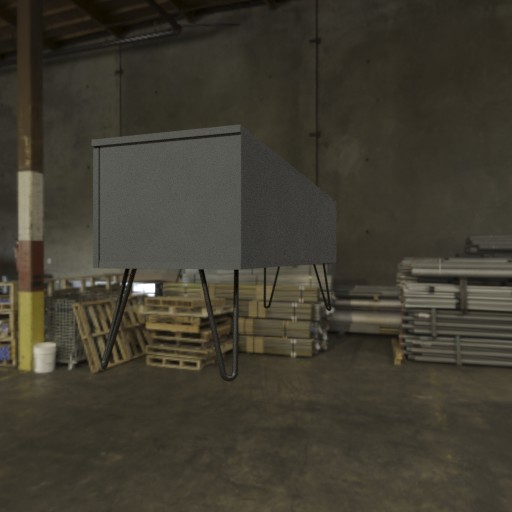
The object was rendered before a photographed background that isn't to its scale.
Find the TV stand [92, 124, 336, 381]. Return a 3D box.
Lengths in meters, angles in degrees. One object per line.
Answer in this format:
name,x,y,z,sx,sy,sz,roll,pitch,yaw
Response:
TV stand,0.000,0.000,1.678,0.400,0.560,1.400,0,0,19
